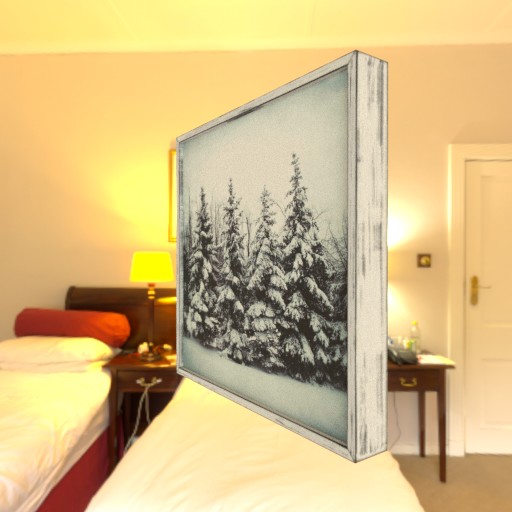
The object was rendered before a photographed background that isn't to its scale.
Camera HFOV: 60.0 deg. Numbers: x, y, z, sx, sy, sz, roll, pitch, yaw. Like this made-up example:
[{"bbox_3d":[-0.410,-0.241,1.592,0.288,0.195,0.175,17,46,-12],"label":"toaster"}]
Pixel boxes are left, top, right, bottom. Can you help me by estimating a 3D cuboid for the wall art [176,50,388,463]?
[{"bbox_3d":[0.000,0.000,0.459,0.036,0.303,0.303,0,0,-35],"label":"wall art"}]
